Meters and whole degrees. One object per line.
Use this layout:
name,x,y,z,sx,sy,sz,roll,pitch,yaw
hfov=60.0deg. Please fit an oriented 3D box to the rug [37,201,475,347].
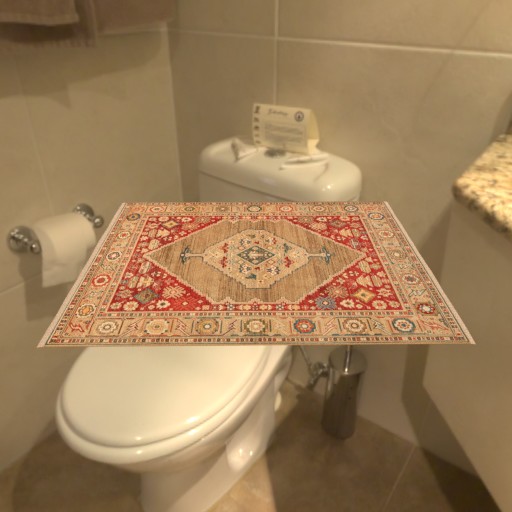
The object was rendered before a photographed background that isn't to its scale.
rug,0.000,0.000,4.197,3.143,0.008,2.451,0,31,-1
